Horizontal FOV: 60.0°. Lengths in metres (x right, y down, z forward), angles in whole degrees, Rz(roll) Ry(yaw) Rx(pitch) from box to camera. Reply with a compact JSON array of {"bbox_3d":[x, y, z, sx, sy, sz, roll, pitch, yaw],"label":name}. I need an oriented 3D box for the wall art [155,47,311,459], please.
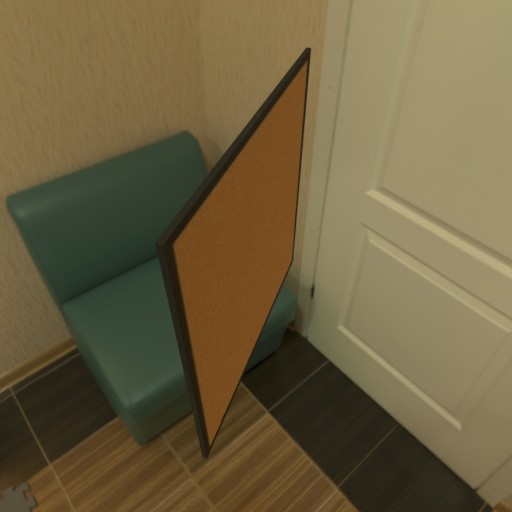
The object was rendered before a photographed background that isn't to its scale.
[{"bbox_3d":[0.000,0.000,1.219,0.013,0.823,0.823,15,47,14],"label":"wall art"}]
